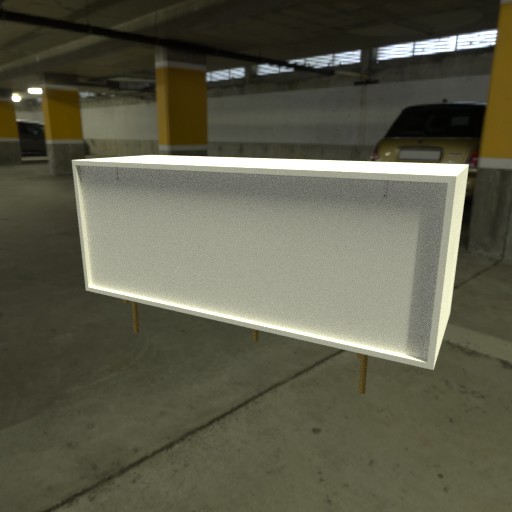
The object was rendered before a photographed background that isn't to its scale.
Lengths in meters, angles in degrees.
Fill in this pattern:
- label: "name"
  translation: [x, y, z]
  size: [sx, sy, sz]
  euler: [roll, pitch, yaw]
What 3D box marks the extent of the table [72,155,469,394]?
- label: "table"
  translation: [0.000, 0.000, 1.855]
  size: [1.500, 0.769, 0.508]
  euler: [8, 18, 27]
